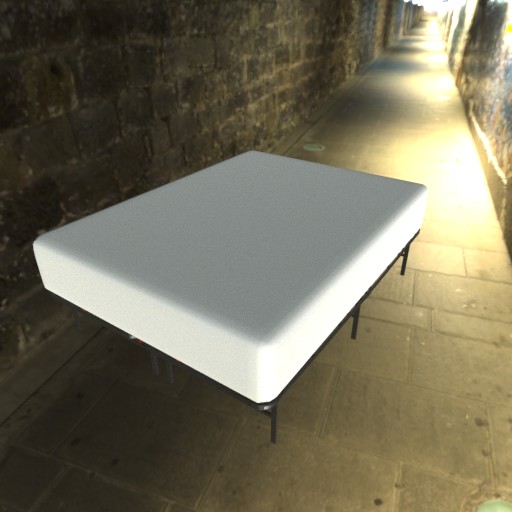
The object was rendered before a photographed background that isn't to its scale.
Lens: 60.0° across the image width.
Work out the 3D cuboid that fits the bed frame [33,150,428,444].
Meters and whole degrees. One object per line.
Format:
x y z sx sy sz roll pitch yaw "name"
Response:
0.000 0.000 2.840 1.528 0.677 2.037 19 35 30 "bed frame"
